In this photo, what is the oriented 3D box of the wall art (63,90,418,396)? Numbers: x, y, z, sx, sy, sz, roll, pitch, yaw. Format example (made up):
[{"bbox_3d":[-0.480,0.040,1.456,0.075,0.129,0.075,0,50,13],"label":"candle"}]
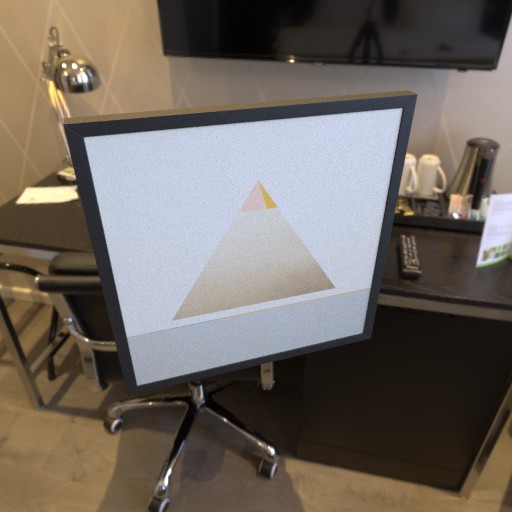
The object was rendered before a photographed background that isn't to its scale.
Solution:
[{"bbox_3d":[0.000,0.000,1.151,0.769,0.766,0.042,-10,34,-15],"label":"wall art"}]
